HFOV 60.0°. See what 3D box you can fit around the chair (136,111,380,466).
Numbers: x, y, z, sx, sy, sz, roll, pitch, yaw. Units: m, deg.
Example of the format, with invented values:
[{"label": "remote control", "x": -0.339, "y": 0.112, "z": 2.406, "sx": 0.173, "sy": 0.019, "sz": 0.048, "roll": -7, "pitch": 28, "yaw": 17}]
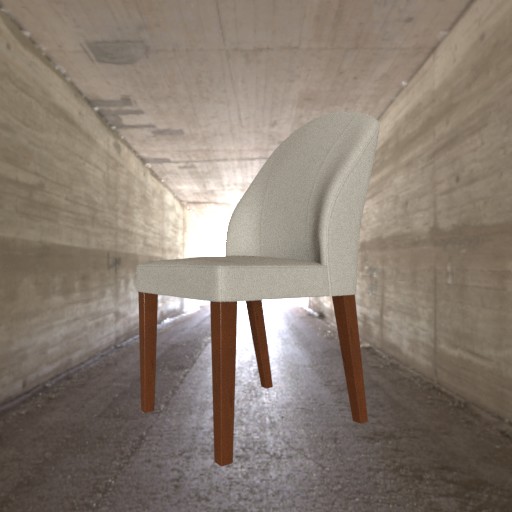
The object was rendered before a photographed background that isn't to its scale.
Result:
[{"label": "chair", "x": 0.000, "y": 0.000, "z": 1.245, "sx": 0.540, "sy": 0.893, "sz": 0.472, "roll": 1, "pitch": -1, "yaw": -36}]
